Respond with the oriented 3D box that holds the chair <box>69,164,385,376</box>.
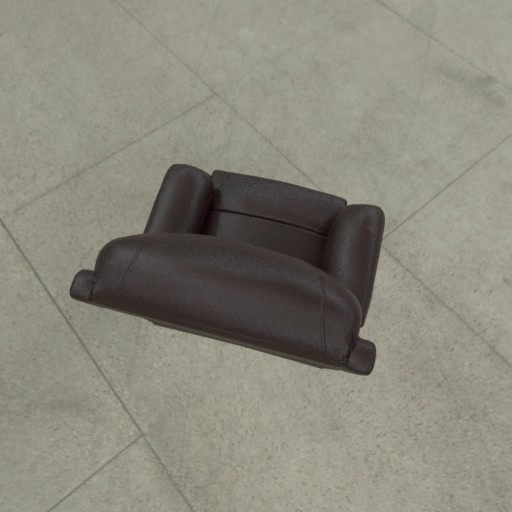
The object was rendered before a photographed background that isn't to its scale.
[{"bbox_3d":[0.000,0.000,1.738,0.930,1.011,0.899,13,64,7],"label":"chair"}]
